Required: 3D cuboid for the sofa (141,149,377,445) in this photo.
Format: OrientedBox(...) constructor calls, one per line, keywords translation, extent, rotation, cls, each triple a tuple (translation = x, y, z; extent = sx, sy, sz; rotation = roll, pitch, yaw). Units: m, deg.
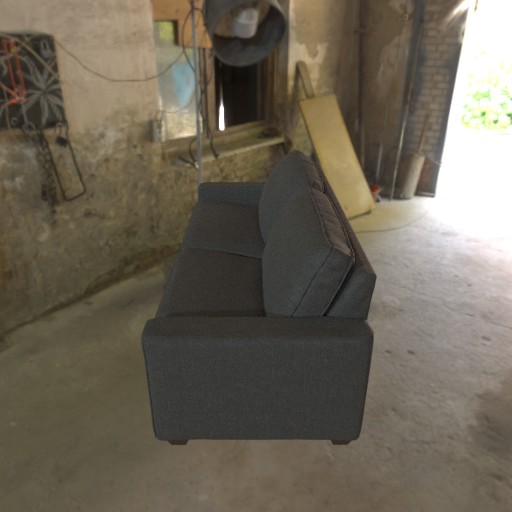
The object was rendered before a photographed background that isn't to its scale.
OrientedBox(translation=(0.000, 0.000, 2.665), extent=(0.940, 0.919, 2.080), rotation=(0, 26, 0), cls="sofa")
